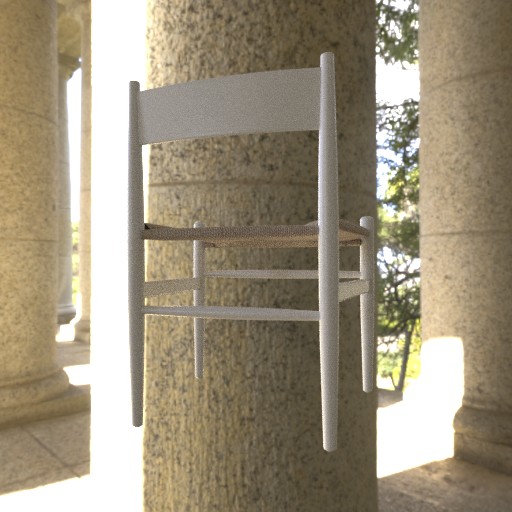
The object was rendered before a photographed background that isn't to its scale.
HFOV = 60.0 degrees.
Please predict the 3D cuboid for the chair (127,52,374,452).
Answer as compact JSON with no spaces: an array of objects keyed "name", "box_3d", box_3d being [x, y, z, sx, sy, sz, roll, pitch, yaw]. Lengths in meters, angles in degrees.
[{"name":"chair","box_3d":[0.000,0.000,1.116,0.556,0.762,0.495,0,-1,17]}]
